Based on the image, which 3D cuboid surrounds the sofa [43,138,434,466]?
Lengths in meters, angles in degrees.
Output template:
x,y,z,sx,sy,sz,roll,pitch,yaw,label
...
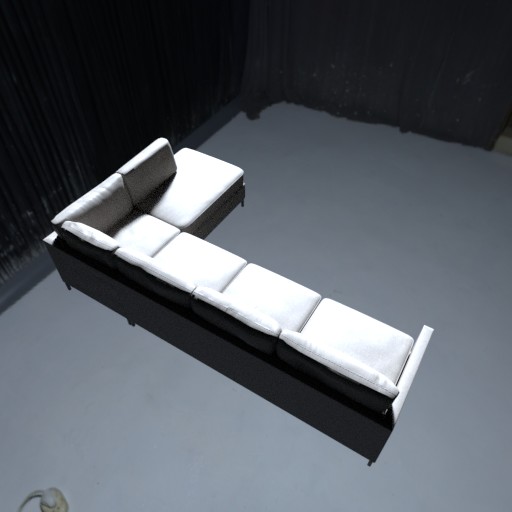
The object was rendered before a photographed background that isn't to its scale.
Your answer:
x,y,z,sx,sy,sz,roll,pitch,yaw,label
0.000,0.000,4.198,3.331,0.964,2.077,24,52,21,sofa
